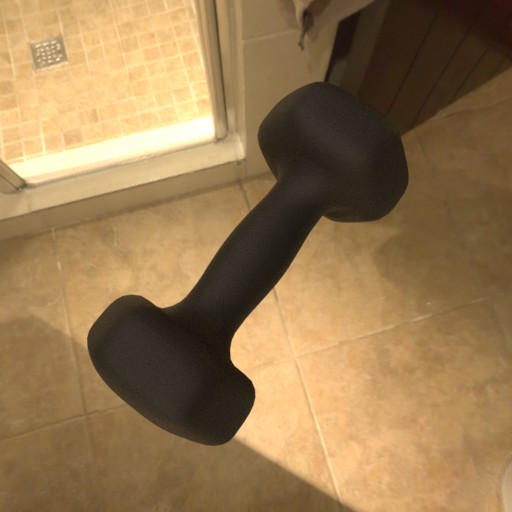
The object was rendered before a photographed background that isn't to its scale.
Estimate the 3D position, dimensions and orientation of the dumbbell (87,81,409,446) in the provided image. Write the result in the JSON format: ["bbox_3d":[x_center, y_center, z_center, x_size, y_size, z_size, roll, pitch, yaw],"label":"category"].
[{"bbox_3d":[0.000,0.000,0.290,0.112,0.101,0.231,36,77,9],"label":"dumbbell"}]
